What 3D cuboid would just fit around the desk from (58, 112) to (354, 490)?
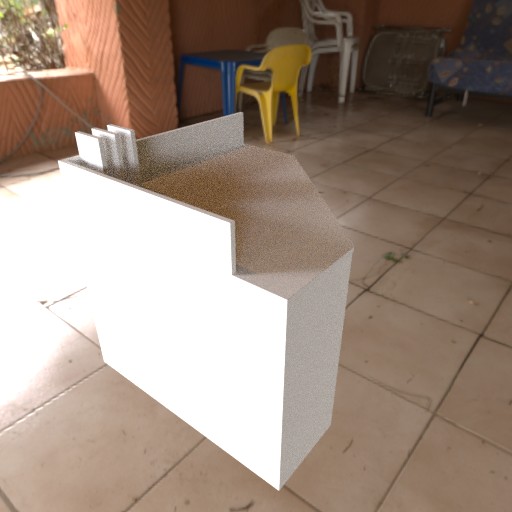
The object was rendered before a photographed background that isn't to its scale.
[{"bbox_3d":[0.000,0.000,1.747,0.940,0.986,0.940,22,37,33],"label":"desk"}]
